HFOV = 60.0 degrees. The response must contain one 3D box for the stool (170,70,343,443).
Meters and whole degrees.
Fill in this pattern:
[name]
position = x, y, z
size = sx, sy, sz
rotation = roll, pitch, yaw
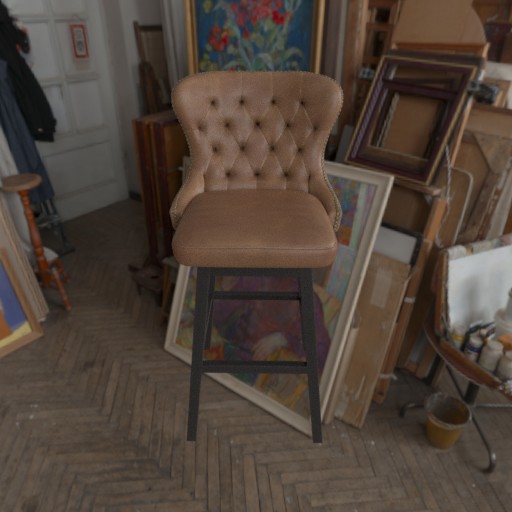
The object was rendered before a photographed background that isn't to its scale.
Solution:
[stool]
position = 0.000, 0.000, 1.437
size = 0.528, 1.050, 0.601
rotation = 0, 30, 1
